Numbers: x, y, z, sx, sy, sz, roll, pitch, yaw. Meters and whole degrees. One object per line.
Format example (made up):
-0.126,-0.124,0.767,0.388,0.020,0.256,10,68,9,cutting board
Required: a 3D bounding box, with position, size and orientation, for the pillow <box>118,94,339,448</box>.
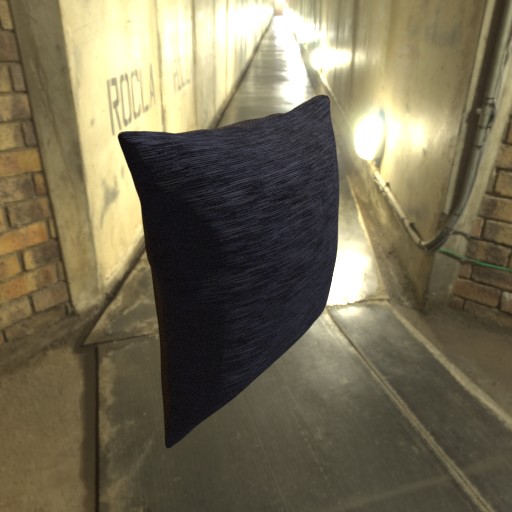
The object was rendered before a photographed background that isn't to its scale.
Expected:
0.000,0.000,0.685,0.204,0.439,0.452,17,31,31,pillow
